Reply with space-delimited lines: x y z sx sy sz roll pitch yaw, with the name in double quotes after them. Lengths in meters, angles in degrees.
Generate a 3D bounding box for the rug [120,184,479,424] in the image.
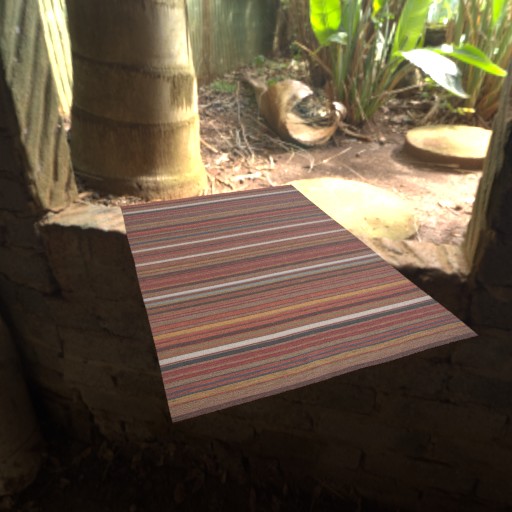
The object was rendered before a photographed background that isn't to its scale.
0.000 0.000 2.312 1.217 0.007 1.828 -10 31 -17 "rug"
